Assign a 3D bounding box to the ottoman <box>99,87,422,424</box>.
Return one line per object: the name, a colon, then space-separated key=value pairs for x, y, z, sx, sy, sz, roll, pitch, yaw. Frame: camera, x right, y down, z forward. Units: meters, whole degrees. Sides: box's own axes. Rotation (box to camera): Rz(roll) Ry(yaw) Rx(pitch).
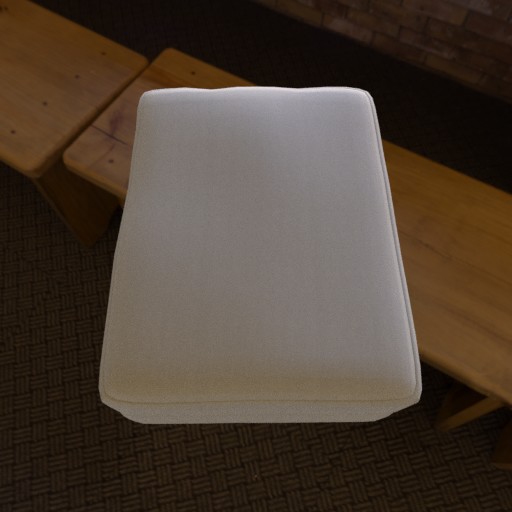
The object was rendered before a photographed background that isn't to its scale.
ottoman: x=0.000 y=0.000 z=1.169 sx=0.634 sy=0.496 sz=0.818 roll=-1 pitch=64 yaw=0
